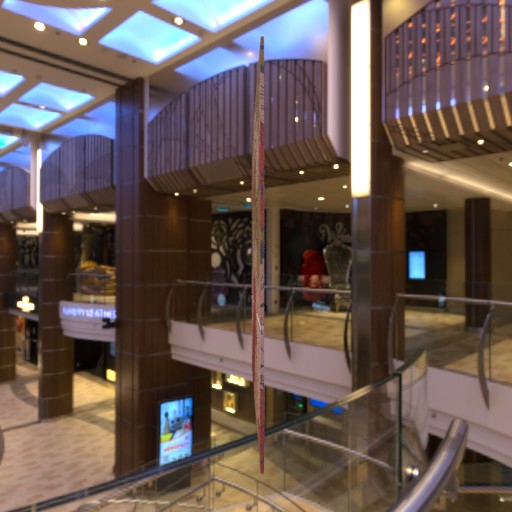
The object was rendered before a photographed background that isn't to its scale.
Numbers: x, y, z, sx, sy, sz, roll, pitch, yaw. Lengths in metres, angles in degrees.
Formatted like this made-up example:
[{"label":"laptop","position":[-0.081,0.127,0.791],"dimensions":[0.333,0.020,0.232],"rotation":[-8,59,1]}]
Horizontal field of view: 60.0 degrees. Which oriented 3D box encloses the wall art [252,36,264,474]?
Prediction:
[{"label":"wall art","position":[0.000,0.000,2.313],"dimensions":[0.013,1.534,1.519],"rotation":[0,-1,-2]}]
